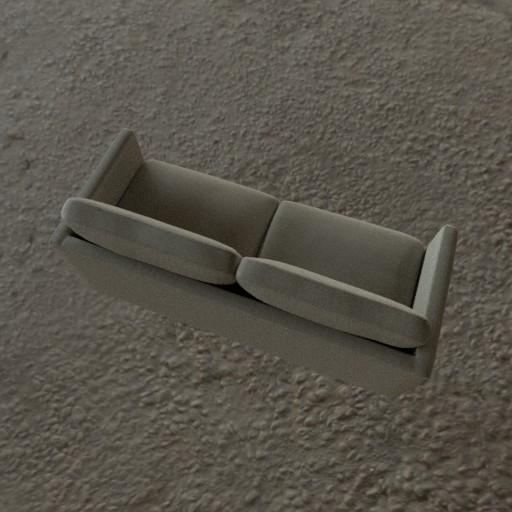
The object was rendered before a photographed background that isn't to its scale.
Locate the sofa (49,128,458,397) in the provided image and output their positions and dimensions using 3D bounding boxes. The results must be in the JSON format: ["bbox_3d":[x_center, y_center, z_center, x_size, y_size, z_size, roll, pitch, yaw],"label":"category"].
[{"bbox_3d":[0.000,0.000,2.785,2.208,0.960,0.956,18,65,9],"label":"sofa"}]
